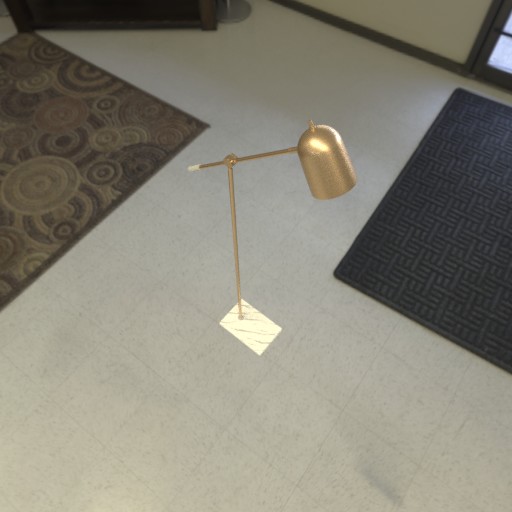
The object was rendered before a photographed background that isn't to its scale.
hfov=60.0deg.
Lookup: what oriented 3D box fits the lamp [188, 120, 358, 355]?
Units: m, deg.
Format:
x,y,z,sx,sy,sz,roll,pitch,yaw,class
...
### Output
x,y,z,sx,sy,sz,roll,pitch,yaw,class
0.000,0.000,1.818,0.653,1.594,0.194,35,64,20,lamp
